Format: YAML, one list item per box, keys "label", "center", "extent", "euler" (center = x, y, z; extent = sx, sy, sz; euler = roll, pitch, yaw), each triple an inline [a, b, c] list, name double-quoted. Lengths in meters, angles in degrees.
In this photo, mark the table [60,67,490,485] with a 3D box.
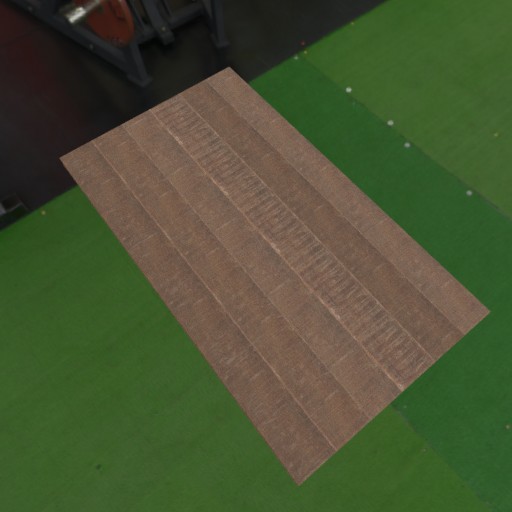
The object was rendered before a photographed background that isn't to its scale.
- label: "table"
  center: [0.000, 0.000, 1.740]
  extent: [0.800, 0.440, 1.400]
  euler: [-35, 69, -16]
